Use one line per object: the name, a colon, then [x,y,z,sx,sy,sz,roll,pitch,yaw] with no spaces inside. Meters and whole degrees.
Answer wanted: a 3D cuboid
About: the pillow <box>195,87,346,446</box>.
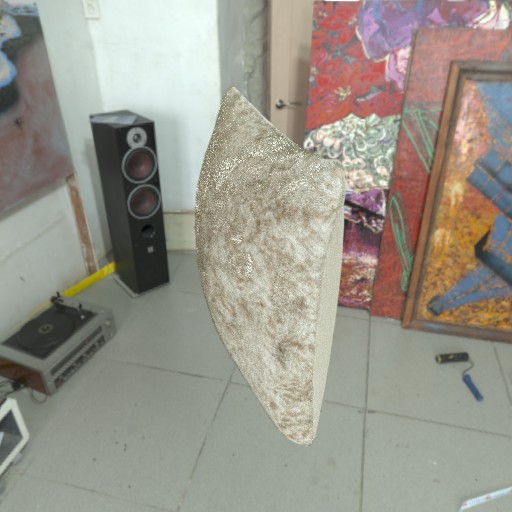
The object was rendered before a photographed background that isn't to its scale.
pillow: [0.000,0.000,0.830,0.216,0.525,0.538,-8,32,-13]
